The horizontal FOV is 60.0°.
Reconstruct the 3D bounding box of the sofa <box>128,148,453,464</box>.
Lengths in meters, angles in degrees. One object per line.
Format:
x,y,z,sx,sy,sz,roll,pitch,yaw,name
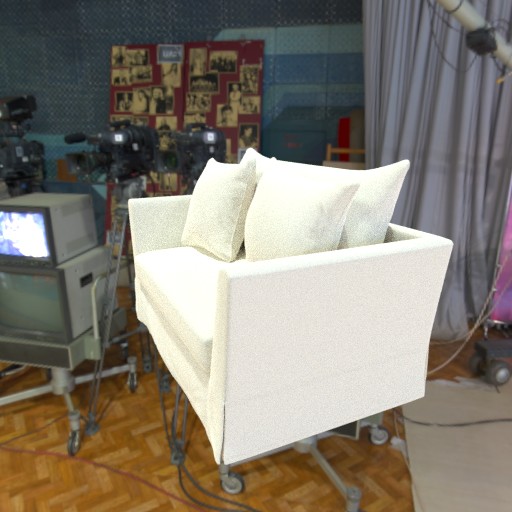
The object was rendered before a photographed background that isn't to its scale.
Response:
0.000,0.000,2.288,1.026,1.039,1.608,-8,18,-25,sofa
